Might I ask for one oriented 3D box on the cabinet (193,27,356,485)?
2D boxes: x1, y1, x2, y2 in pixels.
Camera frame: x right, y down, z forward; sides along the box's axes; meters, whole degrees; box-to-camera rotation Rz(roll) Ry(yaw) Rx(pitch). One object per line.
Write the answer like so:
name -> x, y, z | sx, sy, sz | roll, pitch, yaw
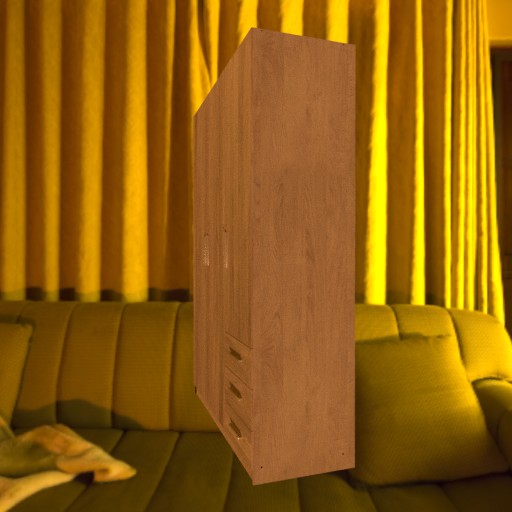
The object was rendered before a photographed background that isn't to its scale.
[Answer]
cabinet -> 0.000, 0.000, 2.533 | 0.510, 1.910, 1.290 | 0, 0, -19
